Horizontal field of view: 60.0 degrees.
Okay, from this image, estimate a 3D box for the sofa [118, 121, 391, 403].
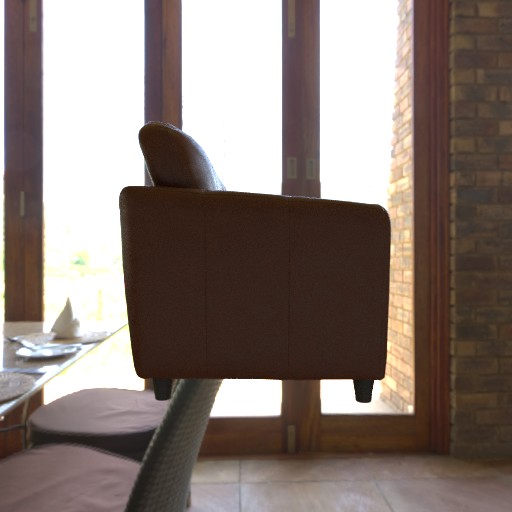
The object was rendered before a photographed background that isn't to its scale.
[{"bbox_3d":[0.000,0.000,1.950,0.805,0.906,1.406,0,0,1],"label":"sofa"}]
